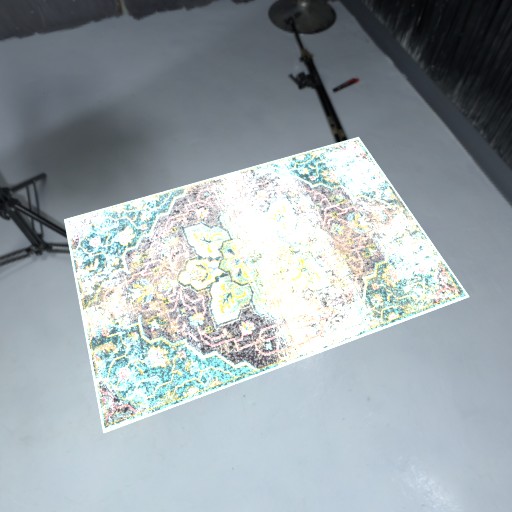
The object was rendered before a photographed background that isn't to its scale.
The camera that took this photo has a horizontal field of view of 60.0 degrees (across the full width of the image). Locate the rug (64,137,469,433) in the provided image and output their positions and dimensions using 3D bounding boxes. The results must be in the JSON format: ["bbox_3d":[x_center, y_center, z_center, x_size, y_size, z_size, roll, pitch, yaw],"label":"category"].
[{"bbox_3d":[0.000,0.000,2.988,2.363,0.004,1.566,-17,60,-10],"label":"rug"}]
